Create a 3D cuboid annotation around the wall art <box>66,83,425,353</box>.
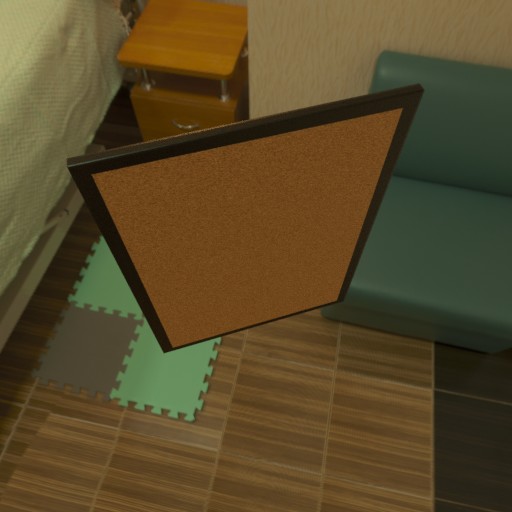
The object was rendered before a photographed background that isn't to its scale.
[{"bbox_3d":[0.000,0.000,0.854,0.480,0.657,0.016,-15,59,-9],"label":"wall art"}]
